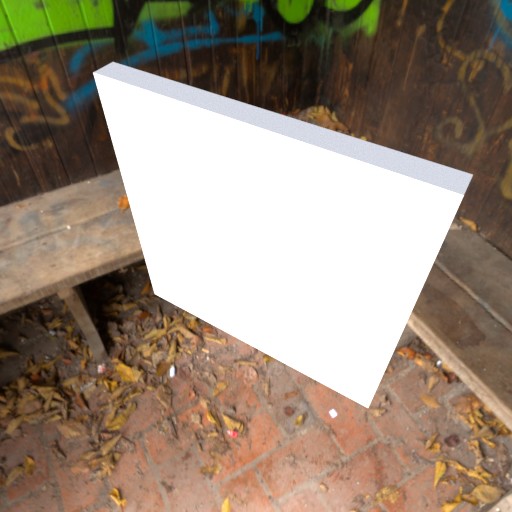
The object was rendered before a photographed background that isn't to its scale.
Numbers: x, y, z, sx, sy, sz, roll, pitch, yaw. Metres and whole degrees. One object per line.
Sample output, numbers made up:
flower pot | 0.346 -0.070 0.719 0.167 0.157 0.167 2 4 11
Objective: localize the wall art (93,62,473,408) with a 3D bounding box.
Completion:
wall art | 0.000 0.000 0.509 0.355 0.355 0.027 24 52 20
